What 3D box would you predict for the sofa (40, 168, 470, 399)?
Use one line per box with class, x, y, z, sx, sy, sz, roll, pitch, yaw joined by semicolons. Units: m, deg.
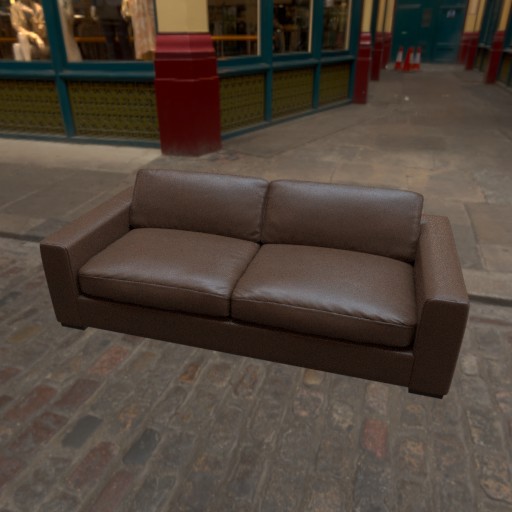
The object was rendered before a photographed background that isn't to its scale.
sofa;0.000;0.000;2.714;2.262;0.801;1.070;7;28;14
